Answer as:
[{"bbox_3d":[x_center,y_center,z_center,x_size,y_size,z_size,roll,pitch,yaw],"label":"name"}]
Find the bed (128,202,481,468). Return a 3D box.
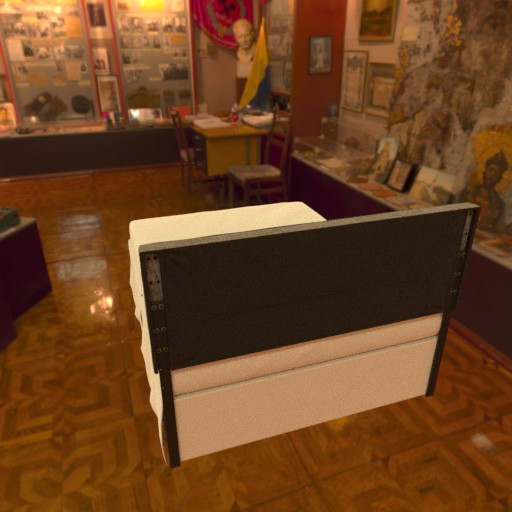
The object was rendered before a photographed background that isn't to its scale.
[{"bbox_3d":[0.000,0.000,2.944,1.621,1.168,1.958,-8,27,-17],"label":"bed"}]
